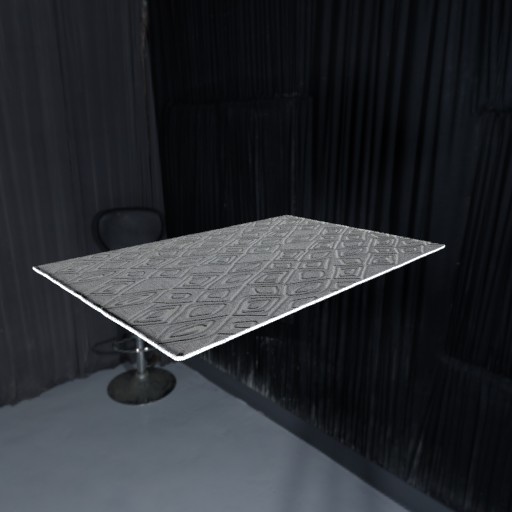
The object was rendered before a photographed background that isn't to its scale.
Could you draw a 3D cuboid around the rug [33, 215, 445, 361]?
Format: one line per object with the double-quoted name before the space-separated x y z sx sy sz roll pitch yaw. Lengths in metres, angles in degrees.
"rug" 0.000 0.000 2.331 1.832 0.016 1.224 -16 23 -42
